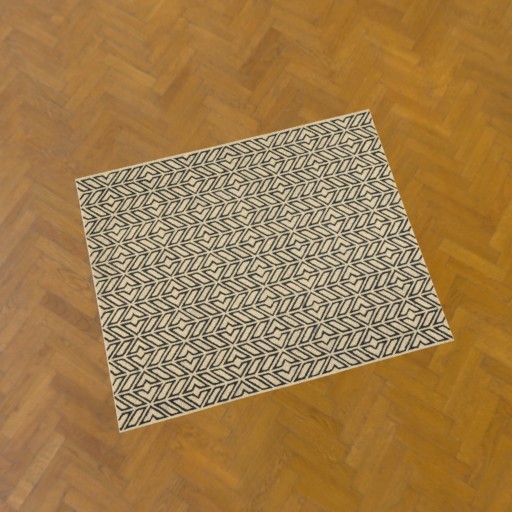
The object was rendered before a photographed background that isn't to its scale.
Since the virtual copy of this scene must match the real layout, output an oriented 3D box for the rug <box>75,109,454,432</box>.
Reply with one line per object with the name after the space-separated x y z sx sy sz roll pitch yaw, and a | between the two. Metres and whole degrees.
0.000 0.000 4.172 3.045 0.008 2.421 -14 76 -4 | rug
